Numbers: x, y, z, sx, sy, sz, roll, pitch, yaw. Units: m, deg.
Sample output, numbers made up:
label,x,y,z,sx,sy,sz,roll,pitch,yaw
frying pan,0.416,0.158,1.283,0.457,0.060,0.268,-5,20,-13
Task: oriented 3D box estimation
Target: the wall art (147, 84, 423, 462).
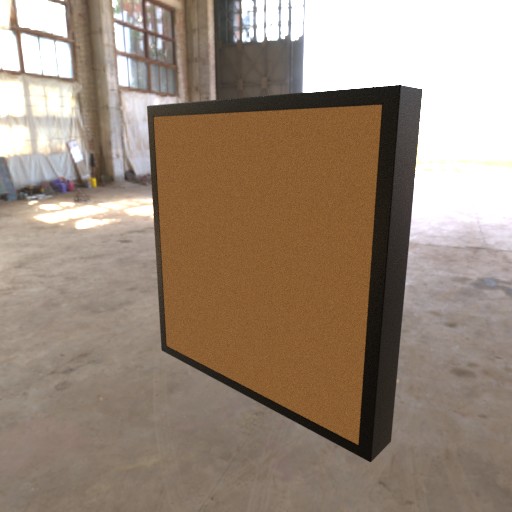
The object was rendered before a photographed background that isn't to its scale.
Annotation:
label,x,y,z,sx,sy,sz,roll,pitch,yaw
wall art,0.000,0.000,0.447,0.299,0.299,0.037,14,20,41
